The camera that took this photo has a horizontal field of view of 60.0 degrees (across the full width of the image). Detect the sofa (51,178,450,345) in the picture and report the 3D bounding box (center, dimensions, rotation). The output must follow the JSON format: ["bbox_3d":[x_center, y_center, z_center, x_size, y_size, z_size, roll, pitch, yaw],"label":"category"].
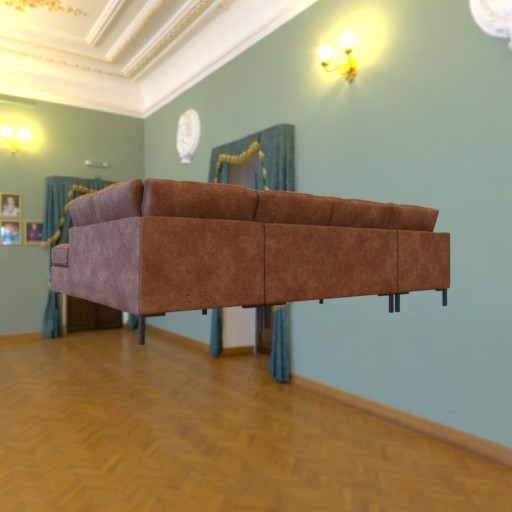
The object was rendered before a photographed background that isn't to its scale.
[{"bbox_3d":[0.000,0.000,3.887,2.956,0.900,1.939,0,0,-37],"label":"sofa"}]
